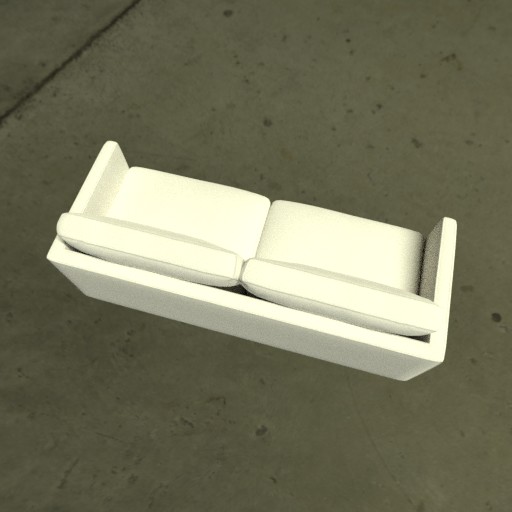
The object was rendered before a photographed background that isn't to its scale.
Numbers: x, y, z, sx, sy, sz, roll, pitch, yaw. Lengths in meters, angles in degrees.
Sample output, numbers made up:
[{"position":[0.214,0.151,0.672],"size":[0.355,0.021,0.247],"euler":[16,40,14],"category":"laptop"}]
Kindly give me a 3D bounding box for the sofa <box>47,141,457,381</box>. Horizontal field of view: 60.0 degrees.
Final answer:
[{"position":[0.000,0.000,2.926],"size":[2.361,0.962,0.951],"euler":[14,66,6],"category":"sofa"}]
